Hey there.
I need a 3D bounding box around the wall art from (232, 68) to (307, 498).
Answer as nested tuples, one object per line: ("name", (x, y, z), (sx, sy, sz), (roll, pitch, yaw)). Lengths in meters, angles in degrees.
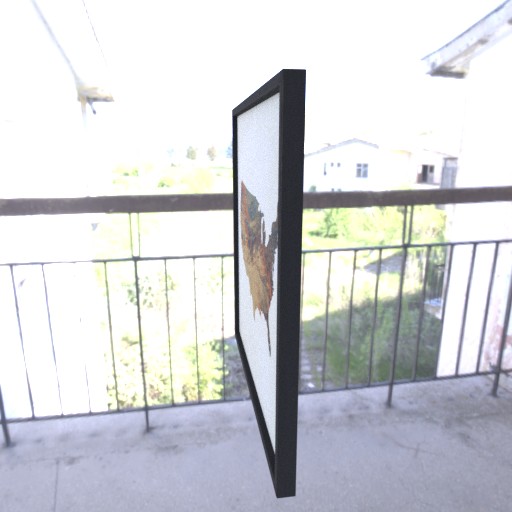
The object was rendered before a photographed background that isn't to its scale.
("wall art", (0.000, 0.000, 0.445), (0.015, 0.303, 0.304), (-2, 14, -8))
